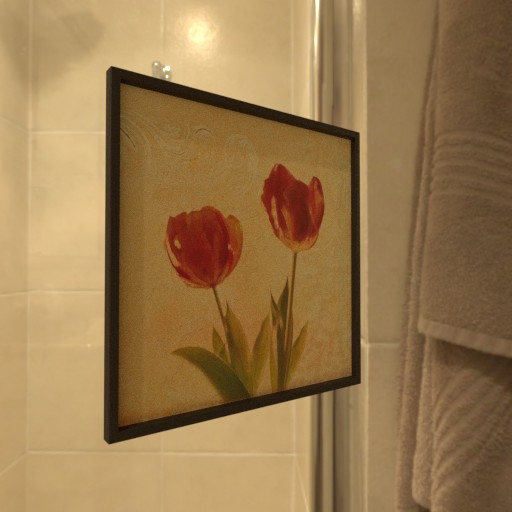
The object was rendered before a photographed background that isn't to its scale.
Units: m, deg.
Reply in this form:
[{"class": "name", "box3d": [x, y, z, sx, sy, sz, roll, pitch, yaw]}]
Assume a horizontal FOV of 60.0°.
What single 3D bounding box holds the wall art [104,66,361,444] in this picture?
[{"class": "wall art", "box3d": [0.000, 0.000, 1.199, 0.805, 0.807, 0.043, 1, -1, -37]}]
